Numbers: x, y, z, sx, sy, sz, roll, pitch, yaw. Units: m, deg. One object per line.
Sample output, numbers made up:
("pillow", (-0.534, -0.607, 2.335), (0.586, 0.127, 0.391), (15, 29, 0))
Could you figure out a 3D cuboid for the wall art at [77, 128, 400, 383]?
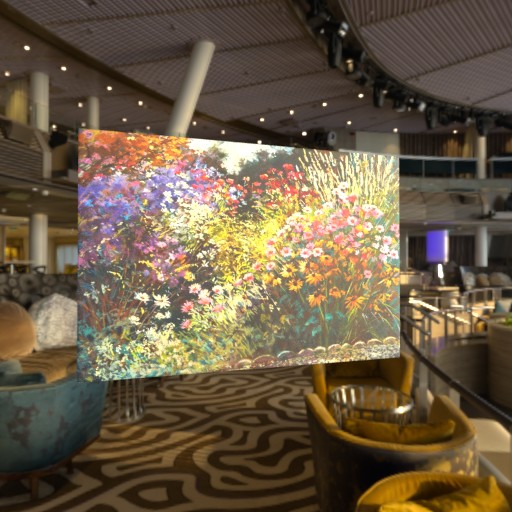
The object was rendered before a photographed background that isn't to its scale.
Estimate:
("wall art", (0.000, 0.000, 1.523), (1.136, 0.760, 0.042), (0, -1, -19))
